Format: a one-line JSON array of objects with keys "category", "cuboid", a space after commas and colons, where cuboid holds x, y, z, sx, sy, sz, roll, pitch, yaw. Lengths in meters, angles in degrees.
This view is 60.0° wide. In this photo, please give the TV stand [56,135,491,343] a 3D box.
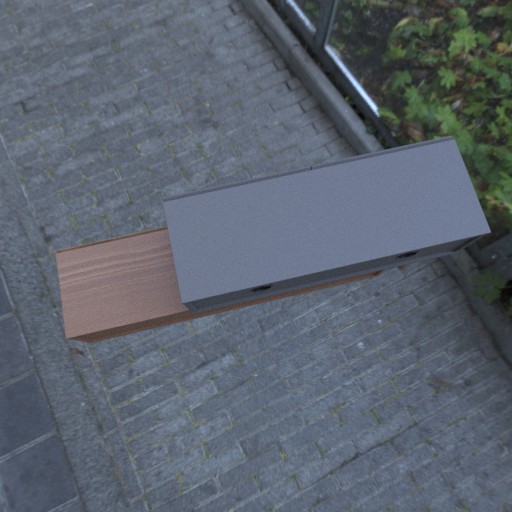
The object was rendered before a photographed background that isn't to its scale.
[{"category": "TV stand", "cuboid": [0.000, 0.000, 1.583, 1.336, 0.591, 0.329, -13, 75, -3]}]
